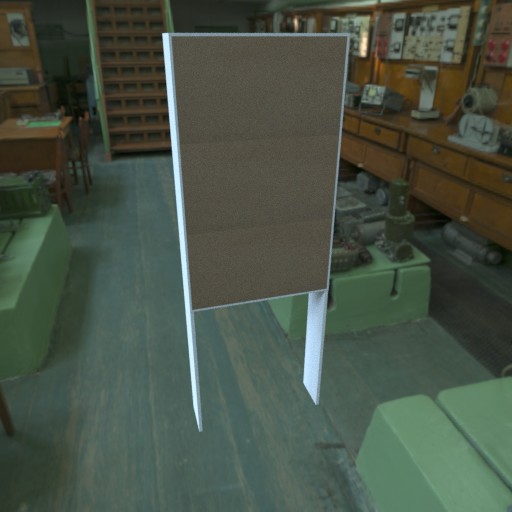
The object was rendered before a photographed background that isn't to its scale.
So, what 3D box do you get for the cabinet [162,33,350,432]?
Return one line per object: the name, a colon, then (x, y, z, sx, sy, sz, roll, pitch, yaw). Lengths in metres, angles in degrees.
cabinet: (0.000, 0.000, 1.972, 0.643, 1.770, 0.192, -8, 27, -15)
